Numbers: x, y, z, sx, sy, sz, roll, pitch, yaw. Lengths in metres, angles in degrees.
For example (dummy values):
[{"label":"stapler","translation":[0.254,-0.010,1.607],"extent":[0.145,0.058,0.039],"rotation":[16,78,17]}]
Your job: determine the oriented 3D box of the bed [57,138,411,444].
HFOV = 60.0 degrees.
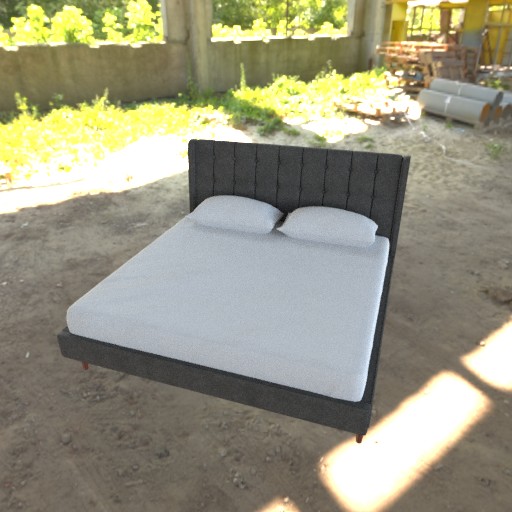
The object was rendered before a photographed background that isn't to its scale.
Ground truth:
[{"label":"bed","translation":[0.000,0.000,2.574],"extent":[1.531,0.933,1.638],"rotation":[9,28,17]}]
